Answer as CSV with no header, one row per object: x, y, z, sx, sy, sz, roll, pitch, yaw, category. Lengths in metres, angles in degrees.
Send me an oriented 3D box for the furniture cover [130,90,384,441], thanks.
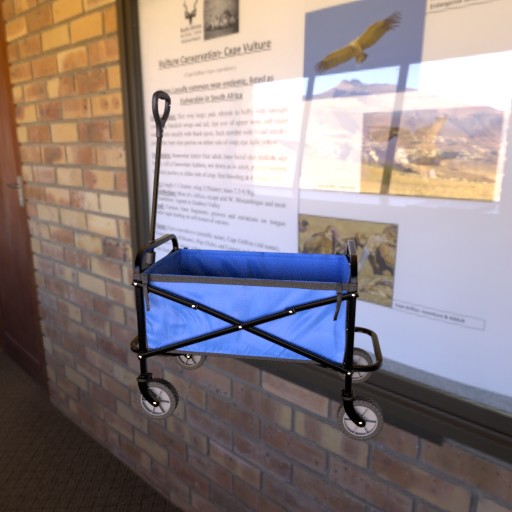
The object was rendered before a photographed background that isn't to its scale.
0.000,0.000,1.821,1.038,1.295,0.532,2,14,9,furniture cover
